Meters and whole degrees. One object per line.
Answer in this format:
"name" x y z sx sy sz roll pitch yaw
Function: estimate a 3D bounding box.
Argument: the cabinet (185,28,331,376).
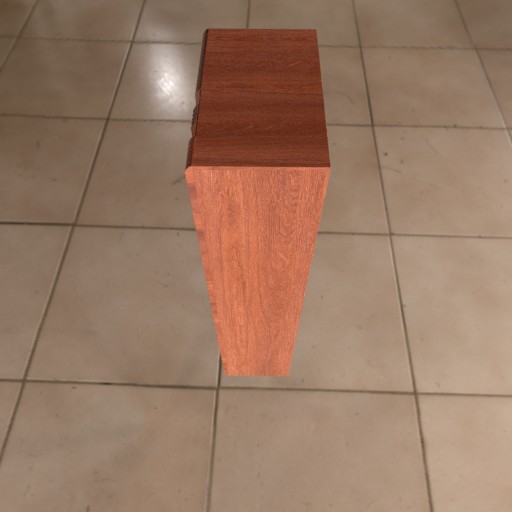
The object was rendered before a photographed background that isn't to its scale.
"cabinet" 0.000 0.000 2.234 0.420 1.980 0.660 1 58 0
